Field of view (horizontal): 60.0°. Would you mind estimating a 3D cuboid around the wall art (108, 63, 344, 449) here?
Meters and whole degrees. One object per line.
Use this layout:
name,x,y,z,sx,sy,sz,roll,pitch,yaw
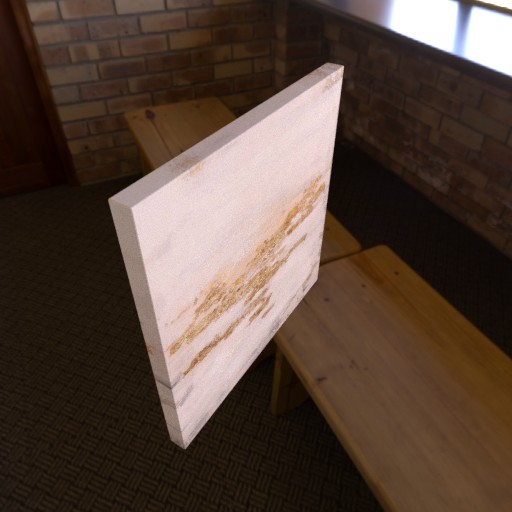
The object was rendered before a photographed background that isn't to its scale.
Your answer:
wall art,0.000,0.000,0.930,0.040,0.613,0.611,23,46,24
